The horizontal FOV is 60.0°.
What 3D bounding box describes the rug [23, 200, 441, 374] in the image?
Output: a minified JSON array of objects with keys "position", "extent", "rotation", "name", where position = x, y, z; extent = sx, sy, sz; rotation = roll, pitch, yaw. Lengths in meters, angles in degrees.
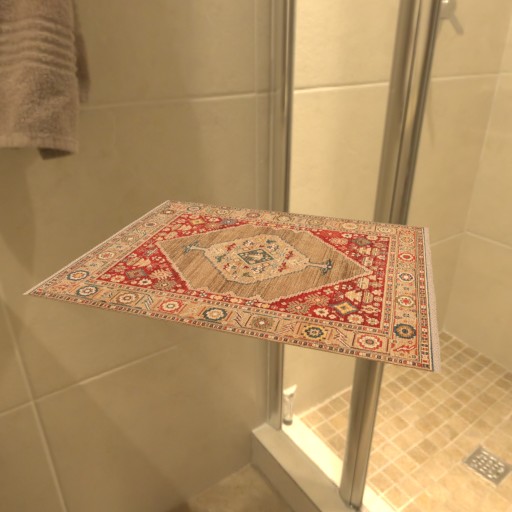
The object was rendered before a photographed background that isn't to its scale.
[{"position":[0.000,0.000,4.157],"extent":[3.143,0.008,2.451],"rotation":[8,27,16],"name":"rug"}]
